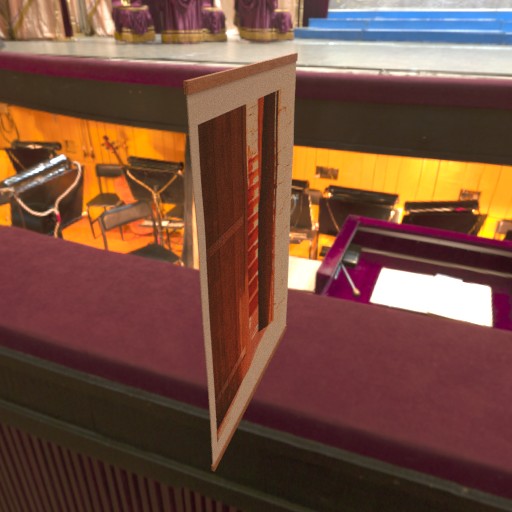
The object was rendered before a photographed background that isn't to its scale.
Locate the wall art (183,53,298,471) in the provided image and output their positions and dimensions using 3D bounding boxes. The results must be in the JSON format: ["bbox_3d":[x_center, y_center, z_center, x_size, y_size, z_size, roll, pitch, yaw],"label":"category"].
[{"bbox_3d":[0.000,0.000,1.903,0.019,1.527,1.019,10,30,18],"label":"wall art"}]
